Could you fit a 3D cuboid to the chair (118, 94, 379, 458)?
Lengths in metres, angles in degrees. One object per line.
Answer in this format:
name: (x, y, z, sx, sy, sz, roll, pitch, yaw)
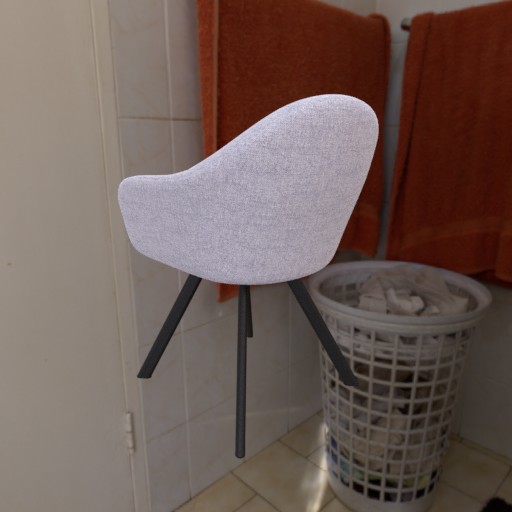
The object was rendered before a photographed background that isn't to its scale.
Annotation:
chair: (0.000, 0.000, 1.181, 0.540, 0.780, 0.570, -13, 20, -41)
